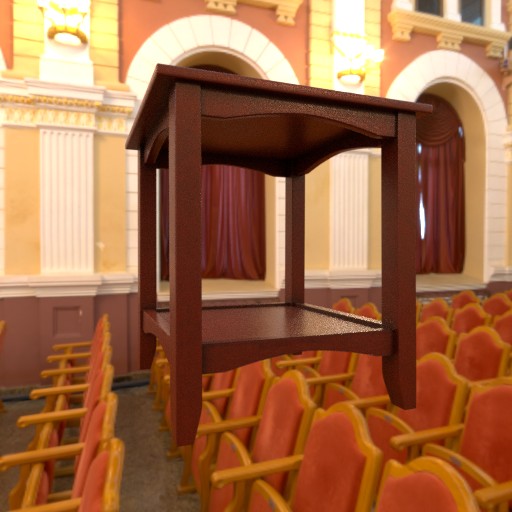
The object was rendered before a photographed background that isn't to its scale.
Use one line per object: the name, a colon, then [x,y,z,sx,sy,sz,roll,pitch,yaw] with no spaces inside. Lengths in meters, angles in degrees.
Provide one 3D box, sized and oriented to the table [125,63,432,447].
table: [0.000,0.000,0.959,0.522,0.558,0.523,0,1,-19]
